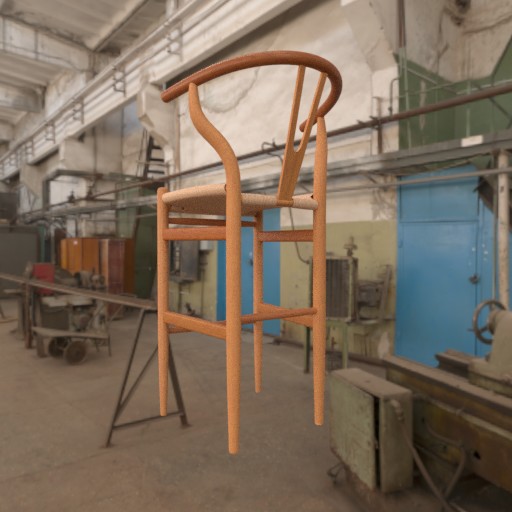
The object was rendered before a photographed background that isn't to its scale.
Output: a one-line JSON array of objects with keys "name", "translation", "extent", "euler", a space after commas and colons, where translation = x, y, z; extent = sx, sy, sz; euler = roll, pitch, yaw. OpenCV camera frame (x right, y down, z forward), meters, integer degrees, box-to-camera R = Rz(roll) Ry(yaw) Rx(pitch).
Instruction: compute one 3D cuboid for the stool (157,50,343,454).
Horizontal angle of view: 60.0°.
[{"name": "stool", "translation": [0.000, 0.000, 1.396], "extent": [0.574, 1.068, 0.561], "euler": [-1, 1, -37]}]
